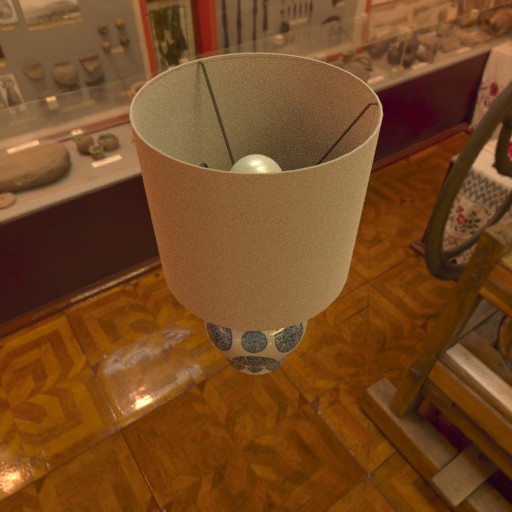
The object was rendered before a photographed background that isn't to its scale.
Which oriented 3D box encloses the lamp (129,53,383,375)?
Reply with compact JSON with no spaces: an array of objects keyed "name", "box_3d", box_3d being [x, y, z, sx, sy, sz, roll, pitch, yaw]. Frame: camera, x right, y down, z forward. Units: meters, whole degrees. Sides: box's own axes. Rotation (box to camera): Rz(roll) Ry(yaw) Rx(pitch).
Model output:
[{"name":"lamp","box_3d":[0.000,0.000,0.518,0.215,0.381,0.215,-25,50,-22]}]
